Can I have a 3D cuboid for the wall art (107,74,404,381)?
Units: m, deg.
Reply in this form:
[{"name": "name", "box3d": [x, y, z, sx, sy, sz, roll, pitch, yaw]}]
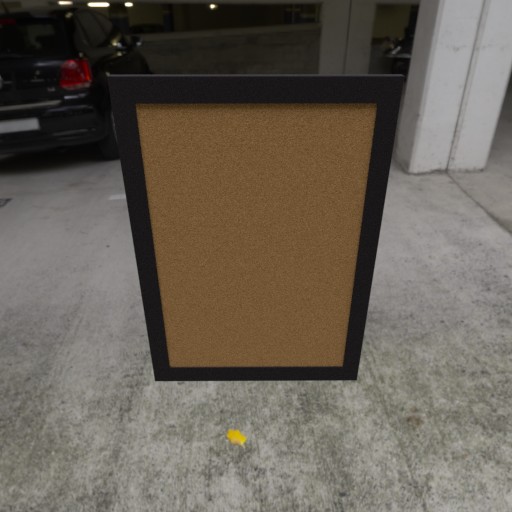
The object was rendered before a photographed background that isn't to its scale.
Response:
[{"name": "wall art", "box3d": [0.000, 0.000, 0.693, 0.374, 0.529, 0.012, 0, 30, 0]}]
